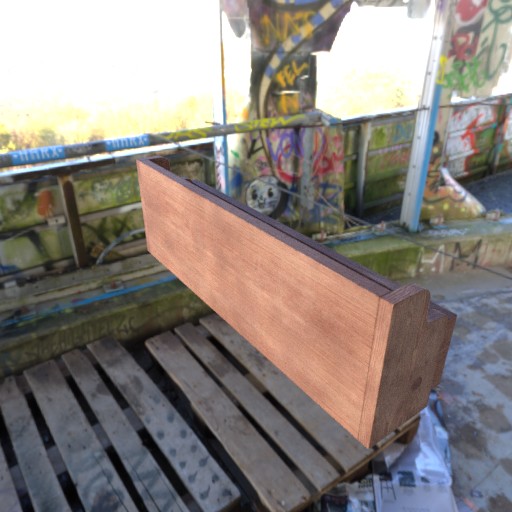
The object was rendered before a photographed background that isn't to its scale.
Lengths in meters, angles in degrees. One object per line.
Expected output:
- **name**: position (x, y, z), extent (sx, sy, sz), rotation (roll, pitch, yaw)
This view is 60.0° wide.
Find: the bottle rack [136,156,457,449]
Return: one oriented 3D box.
- **bottle rack**: position (0.000, 0.000, 0.705), extent (0.126, 0.196, 0.608), rotation (-19, 33, -31)
